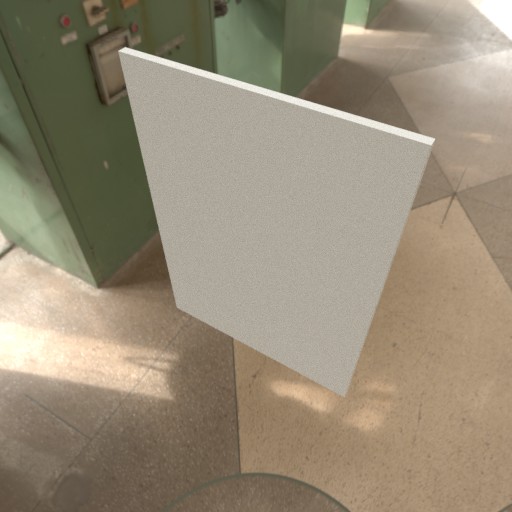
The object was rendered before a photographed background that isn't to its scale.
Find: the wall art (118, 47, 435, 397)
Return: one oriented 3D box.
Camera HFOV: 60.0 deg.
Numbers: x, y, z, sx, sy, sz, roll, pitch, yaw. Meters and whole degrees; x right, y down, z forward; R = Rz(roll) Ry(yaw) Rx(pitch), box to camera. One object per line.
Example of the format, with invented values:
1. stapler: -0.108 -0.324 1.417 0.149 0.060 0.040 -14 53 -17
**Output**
1. wall art: 0.000 0.000 0.670 0.381 0.533 0.013 24 53 20
